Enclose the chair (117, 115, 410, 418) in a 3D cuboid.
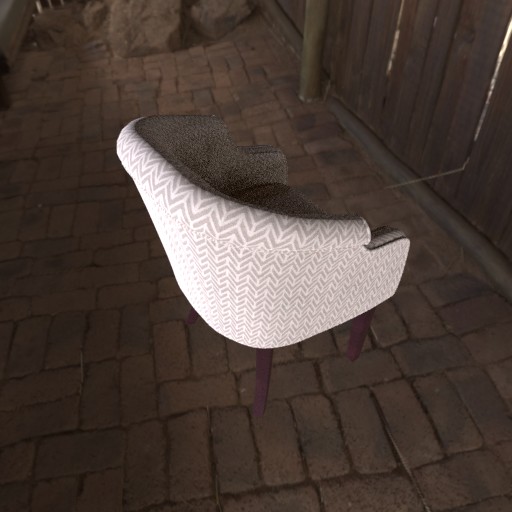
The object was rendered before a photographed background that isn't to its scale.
[{"bbox_3d":[0.000,0.000,1.328,0.613,0.858,0.686,-25,48,-25],"label":"chair"}]
